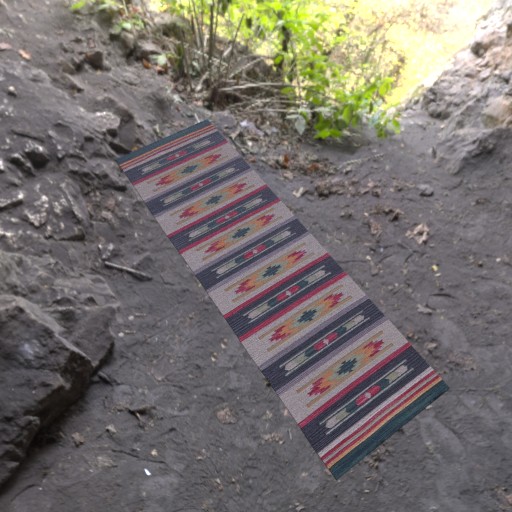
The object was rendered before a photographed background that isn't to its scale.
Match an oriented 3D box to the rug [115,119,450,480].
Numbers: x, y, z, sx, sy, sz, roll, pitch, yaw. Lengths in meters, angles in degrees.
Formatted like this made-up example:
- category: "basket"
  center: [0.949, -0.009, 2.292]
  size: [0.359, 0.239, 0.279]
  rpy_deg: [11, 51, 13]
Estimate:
- category: "rug"
  center: [0.000, 0.000, 2.695]
  size: [0.760, 0.009, 2.440]
  rpy_deg: [-30, 63, -17]
